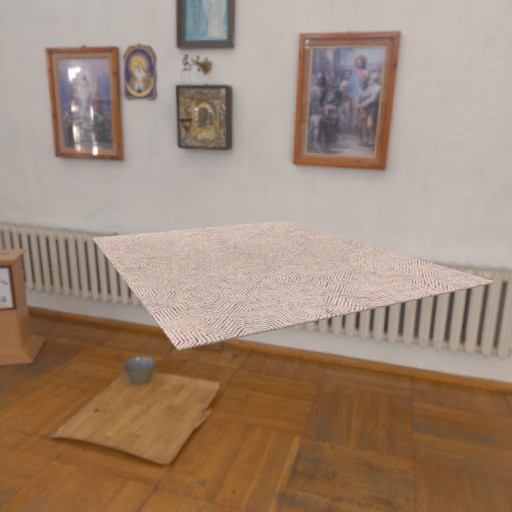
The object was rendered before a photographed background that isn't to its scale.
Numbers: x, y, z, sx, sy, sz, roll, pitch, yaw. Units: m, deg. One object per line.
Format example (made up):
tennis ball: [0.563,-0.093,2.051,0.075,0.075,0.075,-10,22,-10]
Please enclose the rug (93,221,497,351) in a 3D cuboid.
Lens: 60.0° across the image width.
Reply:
rug: [0.000,0.000,4.045,2.442,0.008,3.046,-7,16,-26]
